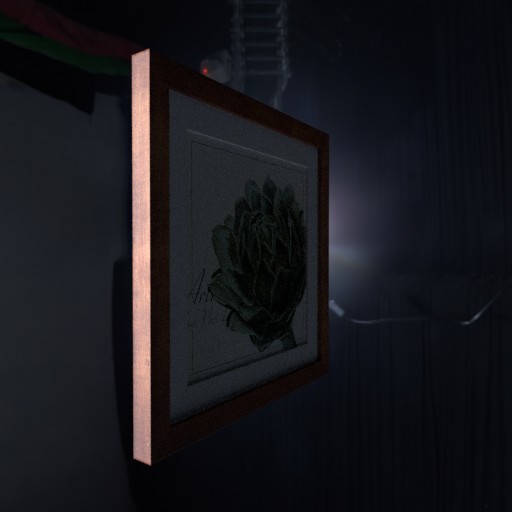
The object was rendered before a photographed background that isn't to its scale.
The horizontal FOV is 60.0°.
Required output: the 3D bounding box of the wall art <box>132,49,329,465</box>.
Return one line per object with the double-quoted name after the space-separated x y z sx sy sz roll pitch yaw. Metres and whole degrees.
0.000 0.000 0.845 0.037 0.572 0.554 1 1 35 "wall art"
